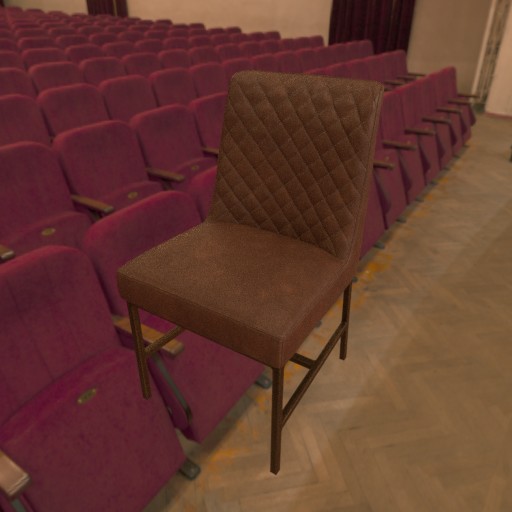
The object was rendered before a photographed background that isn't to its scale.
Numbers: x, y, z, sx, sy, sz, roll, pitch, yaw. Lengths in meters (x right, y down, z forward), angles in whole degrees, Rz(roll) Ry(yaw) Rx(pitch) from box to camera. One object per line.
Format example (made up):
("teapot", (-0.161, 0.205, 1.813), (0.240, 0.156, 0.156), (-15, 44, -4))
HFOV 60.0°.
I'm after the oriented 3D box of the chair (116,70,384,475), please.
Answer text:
("chair", (0.000, 0.000, 1.233), (0.508, 0.889, 0.587), (18, 34, 29))
